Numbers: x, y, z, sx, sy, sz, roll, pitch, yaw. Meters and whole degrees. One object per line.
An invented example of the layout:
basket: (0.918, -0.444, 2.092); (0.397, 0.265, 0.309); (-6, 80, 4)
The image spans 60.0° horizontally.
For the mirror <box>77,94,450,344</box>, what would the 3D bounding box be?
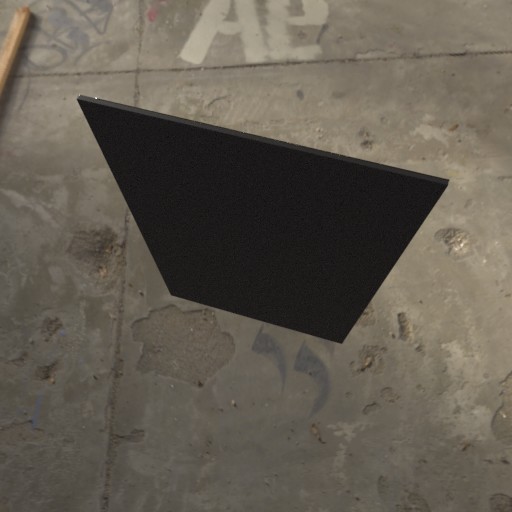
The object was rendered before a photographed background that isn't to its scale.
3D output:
mirror: (0.000, 0.000, 1.119); (0.613, 0.914, 0.039); (15, 65, 7)
